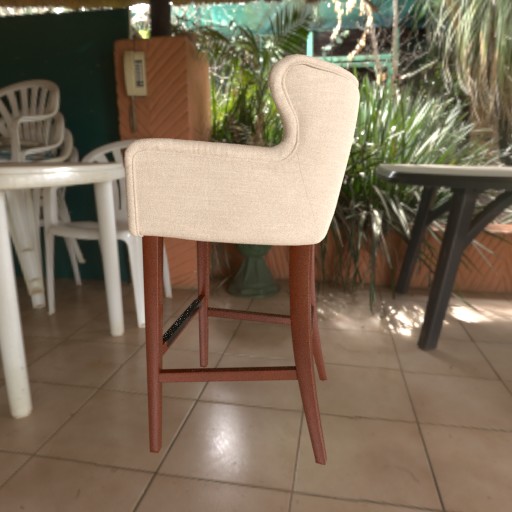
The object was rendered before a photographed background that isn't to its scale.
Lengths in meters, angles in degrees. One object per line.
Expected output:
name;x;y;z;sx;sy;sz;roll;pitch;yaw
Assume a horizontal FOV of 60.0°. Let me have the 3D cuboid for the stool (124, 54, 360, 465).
stool;0.000;0.000;1.340;0.563;1.034;0.556;2;14;9
